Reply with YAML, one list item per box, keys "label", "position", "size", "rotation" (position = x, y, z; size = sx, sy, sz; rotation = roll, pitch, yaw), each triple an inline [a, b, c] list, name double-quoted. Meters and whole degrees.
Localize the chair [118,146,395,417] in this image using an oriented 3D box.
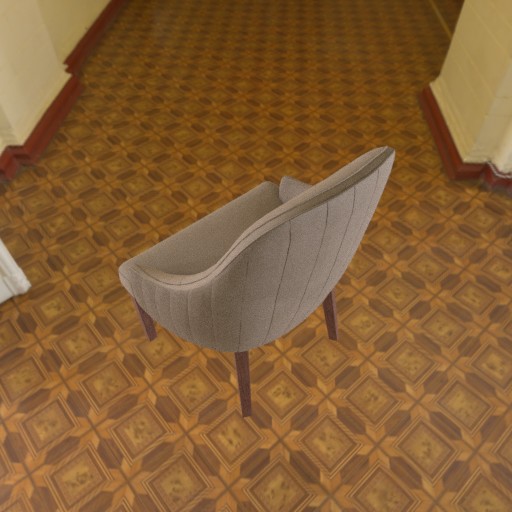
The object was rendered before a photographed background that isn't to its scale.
- label: "chair"
  position: [0.000, 0.000, 1.295]
  size: [0.643, 0.889, 0.575]
  rotation: [-34, 56, -26]
